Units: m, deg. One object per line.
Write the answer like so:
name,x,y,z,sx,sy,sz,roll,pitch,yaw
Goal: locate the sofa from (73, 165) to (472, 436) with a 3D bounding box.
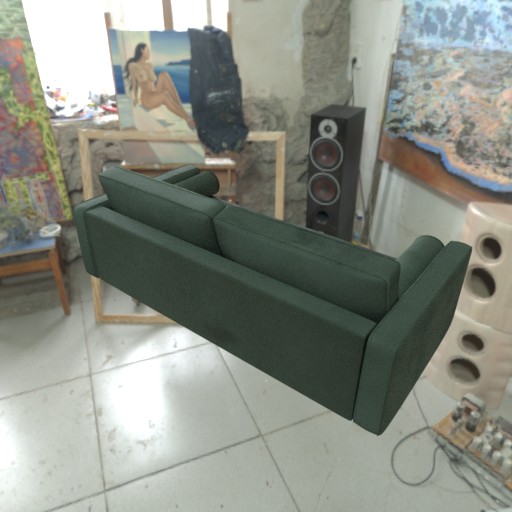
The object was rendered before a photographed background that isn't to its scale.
sofa,0.000,0.000,2.318,1.880,0.772,0.916,22,37,32
